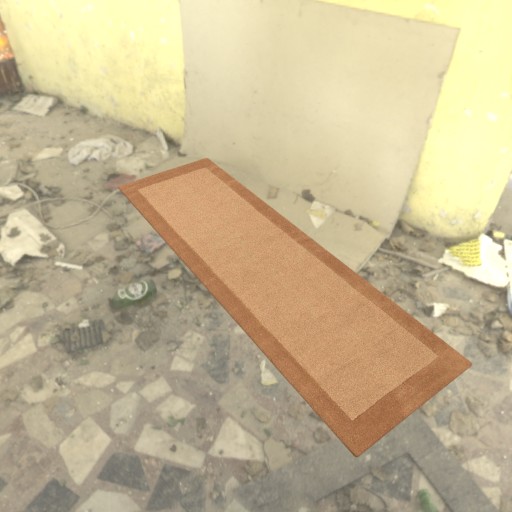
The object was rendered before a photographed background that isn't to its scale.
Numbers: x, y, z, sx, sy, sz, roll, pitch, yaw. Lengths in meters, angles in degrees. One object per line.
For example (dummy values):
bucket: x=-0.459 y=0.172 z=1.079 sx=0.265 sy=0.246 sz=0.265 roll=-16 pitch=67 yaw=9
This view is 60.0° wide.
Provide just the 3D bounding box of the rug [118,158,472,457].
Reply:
rug: x=0.000 y=0.000 z=2.661 sx=0.764 sy=0.017 sz=2.439 roll=-25 pitch=47 yaw=-26
